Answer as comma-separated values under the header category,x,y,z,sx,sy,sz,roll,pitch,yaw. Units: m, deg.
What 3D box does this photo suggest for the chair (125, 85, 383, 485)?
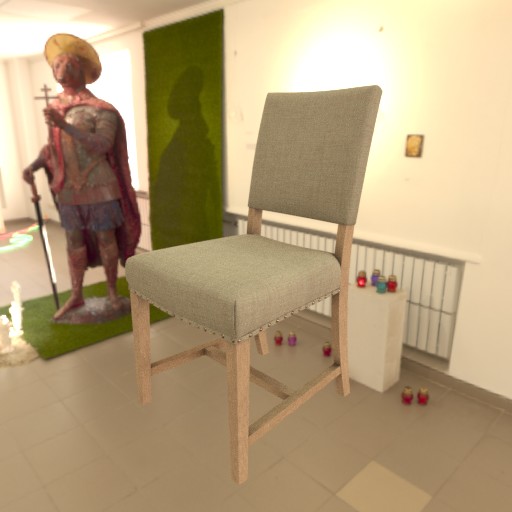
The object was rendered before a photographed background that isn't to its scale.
category,x,y,z,sx,sy,sz,roll,pitch,yaw
chair,0.000,0.000,1.355,0.622,0.986,0.508,-15,22,-42
